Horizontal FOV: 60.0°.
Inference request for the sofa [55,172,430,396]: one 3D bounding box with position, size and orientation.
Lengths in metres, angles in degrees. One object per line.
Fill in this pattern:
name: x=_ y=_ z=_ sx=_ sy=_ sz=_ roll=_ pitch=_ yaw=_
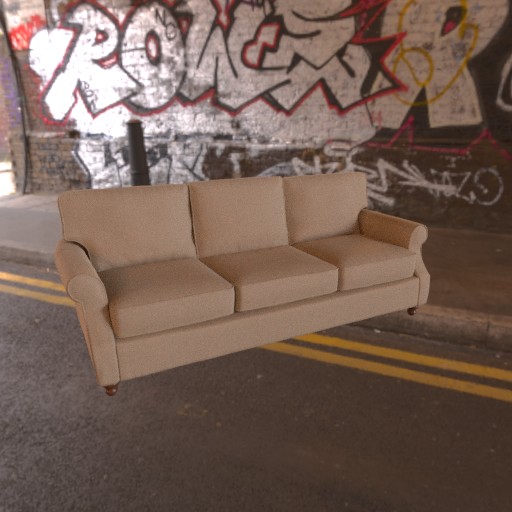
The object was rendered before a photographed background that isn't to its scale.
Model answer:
sofa: x=0.000 y=0.000 z=2.872 sx=2.354 sy=0.948 sz=0.966 roll=-9 pitch=19 yaw=-26
